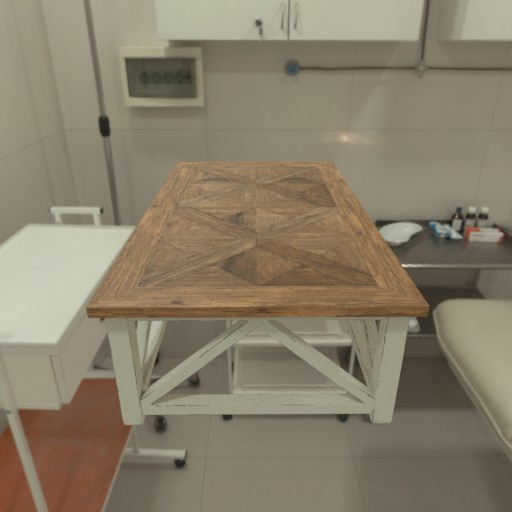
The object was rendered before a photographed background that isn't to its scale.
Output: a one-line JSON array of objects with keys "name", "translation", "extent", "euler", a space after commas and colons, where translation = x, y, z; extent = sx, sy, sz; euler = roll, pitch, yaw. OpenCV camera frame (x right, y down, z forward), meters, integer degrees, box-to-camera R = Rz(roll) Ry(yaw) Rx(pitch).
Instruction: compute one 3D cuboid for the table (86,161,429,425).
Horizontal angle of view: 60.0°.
[{"name": "table", "translation": [0.000, 0.000, 1.750], "extent": [0.800, 0.410, 1.400], "euler": [0, 26, 0]}]
